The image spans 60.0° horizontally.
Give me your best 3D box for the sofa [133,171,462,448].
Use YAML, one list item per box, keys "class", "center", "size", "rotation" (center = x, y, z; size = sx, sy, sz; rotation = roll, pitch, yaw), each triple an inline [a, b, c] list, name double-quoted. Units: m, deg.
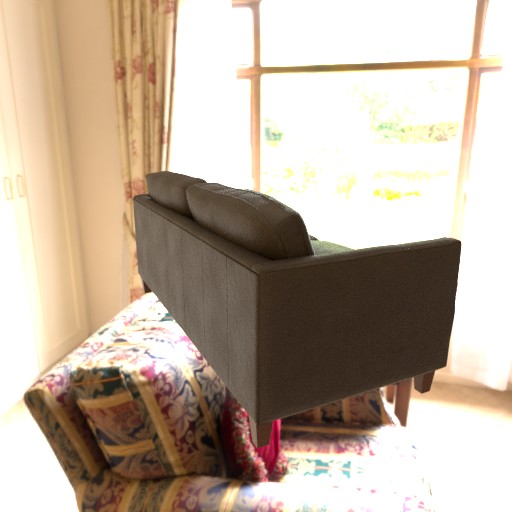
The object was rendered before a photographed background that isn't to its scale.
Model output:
- class: "sofa"
  center: [0.000, 0.000, 2.441]
  size: [0.933, 0.863, 1.971]
  rotation: [-7, 17, -25]
